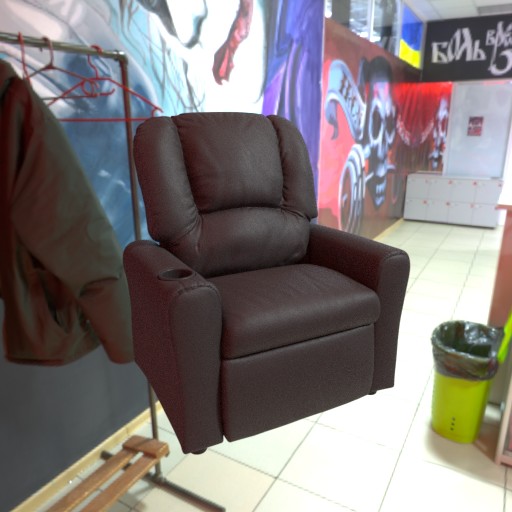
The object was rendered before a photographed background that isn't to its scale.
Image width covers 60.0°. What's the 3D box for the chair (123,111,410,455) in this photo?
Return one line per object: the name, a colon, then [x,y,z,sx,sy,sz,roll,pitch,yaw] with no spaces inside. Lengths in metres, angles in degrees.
chair: [0.000,0.000,1.125,0.610,0.709,0.521,-8,18,-26]
